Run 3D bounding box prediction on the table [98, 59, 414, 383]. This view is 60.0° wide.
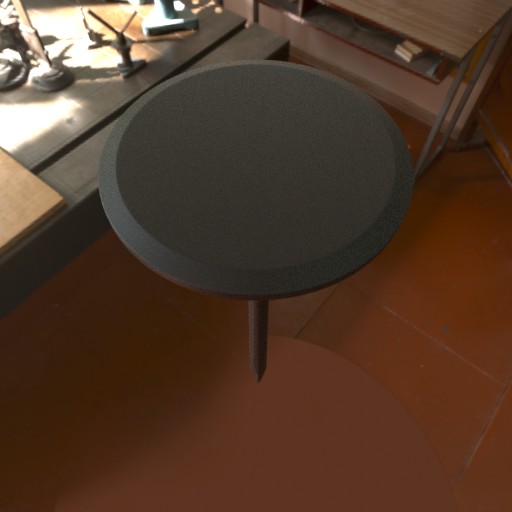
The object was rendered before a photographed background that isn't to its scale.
[{"bbox_3d":[0.000,0.000,0.893,0.457,0.585,0.457,0,58,0],"label":"table"}]
